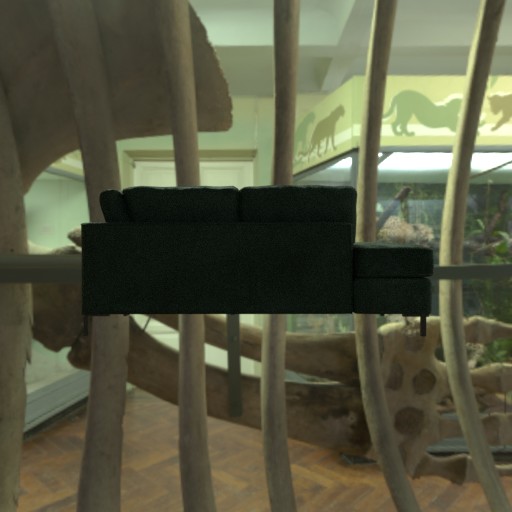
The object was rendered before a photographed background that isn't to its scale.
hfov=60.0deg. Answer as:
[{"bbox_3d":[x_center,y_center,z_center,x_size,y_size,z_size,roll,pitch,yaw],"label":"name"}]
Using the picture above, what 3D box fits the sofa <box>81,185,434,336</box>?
[{"bbox_3d":[0.000,0.000,3.908,1.992,0.861,2.994,0,1,0],"label":"sofa"}]
